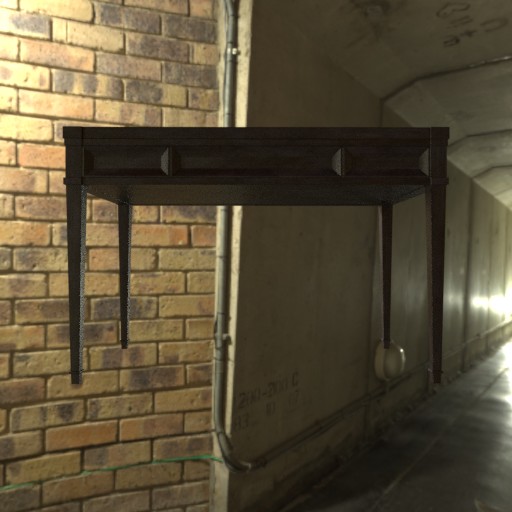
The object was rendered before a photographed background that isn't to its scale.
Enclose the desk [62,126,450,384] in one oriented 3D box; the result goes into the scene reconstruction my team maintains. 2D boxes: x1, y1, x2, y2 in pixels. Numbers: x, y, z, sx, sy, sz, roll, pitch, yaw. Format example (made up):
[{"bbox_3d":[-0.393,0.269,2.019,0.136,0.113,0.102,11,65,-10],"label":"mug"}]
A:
[{"bbox_3d":[0.000,0.000,1.788,1.289,0.861,0.630,0,0,0],"label":"desk"}]
